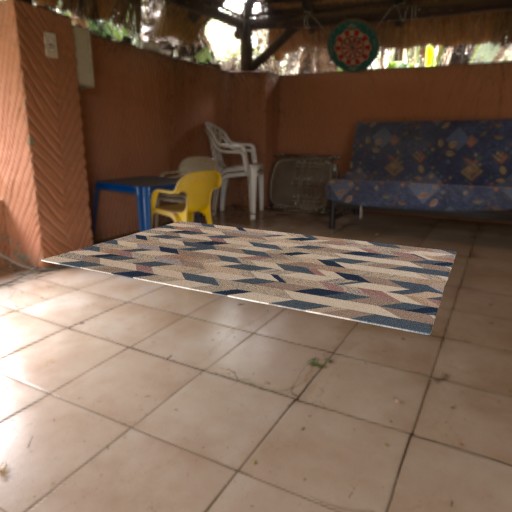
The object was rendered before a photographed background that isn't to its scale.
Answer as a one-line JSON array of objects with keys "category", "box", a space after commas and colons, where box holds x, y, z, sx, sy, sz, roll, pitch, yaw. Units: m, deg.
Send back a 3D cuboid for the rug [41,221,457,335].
[{"category": "rug", "box": [0.000, 0.000, 3.026, 2.423, 0.008, 1.513, 8, 17, 27]}]
